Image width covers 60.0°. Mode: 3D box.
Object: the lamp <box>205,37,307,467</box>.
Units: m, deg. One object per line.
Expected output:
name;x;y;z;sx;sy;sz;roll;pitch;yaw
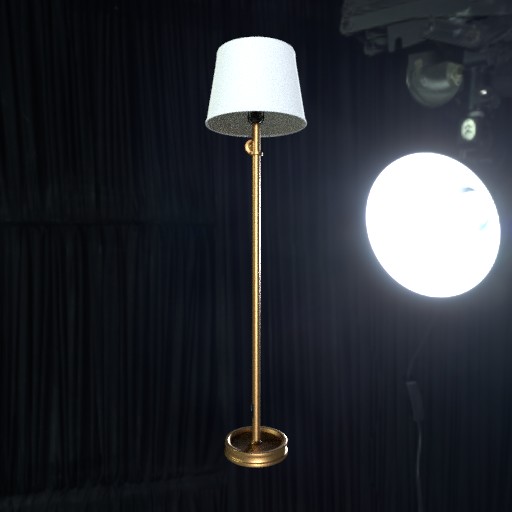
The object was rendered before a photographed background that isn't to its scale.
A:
lamp;0.000;0.000;0.793;0.178;0.710;0.178;0;2;0
